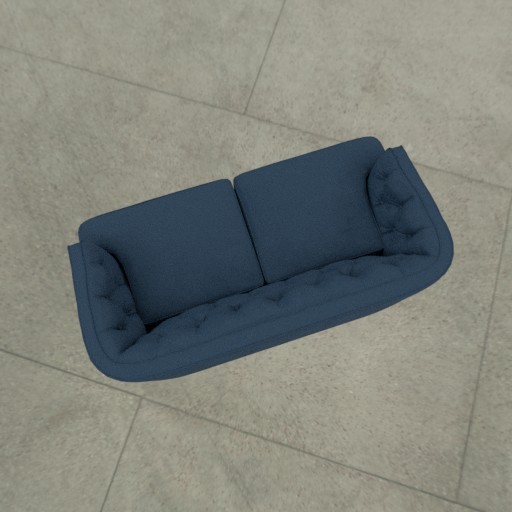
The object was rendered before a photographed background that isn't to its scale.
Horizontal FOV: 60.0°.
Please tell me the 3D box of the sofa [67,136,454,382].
[{"bbox_3d":[0.000,0.000,2.349,1.733,0.854,0.941,-17,76,-4],"label":"sofa"}]
